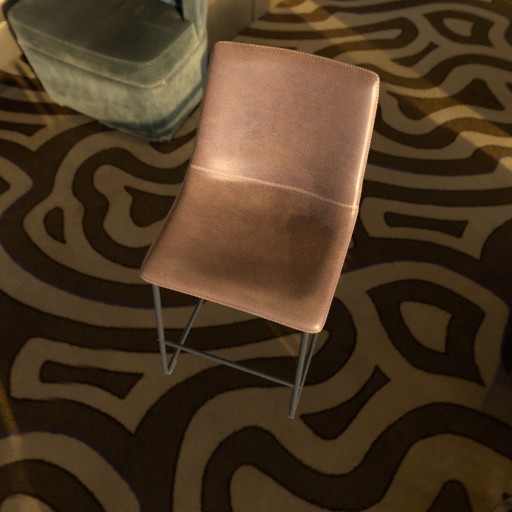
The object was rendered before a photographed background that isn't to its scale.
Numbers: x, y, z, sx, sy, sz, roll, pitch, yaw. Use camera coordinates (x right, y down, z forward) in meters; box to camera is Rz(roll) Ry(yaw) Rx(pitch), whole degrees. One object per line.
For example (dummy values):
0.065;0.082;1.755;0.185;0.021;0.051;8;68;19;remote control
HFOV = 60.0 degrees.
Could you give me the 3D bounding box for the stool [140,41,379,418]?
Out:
0.000;0.000;1.211;0.460;0.890;0.550;16;58;10;stool
